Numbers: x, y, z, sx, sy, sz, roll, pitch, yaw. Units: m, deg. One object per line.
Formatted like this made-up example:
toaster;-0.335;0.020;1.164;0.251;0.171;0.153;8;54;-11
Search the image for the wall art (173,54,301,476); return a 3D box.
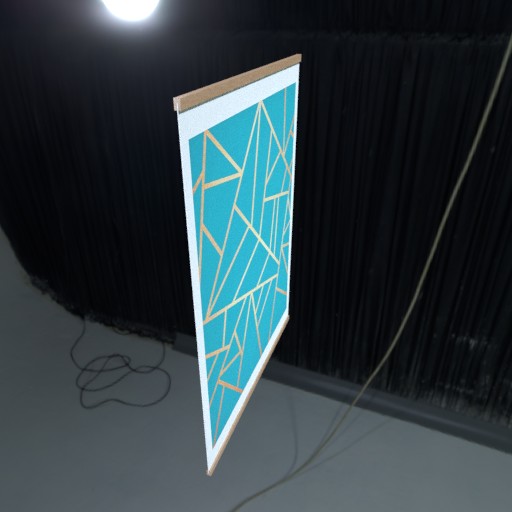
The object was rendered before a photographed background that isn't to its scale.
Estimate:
wall art;0.000;0.000;1.302;0.013;1.016;0.758;11;32;18
